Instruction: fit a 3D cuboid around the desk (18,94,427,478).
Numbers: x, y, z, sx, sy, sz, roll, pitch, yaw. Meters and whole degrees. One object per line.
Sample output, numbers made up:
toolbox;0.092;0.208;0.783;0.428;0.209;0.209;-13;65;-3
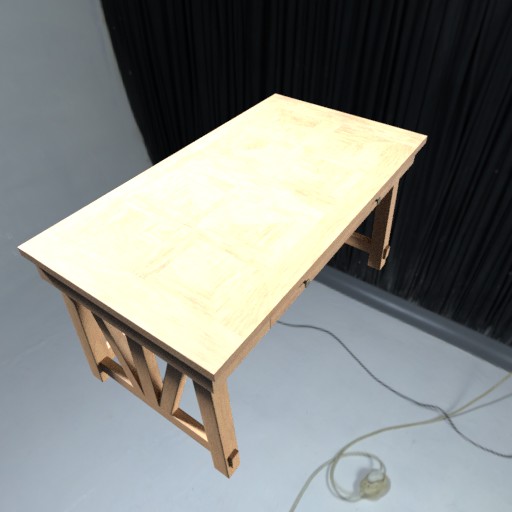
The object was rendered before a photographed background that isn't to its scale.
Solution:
desk;0.000;0.000;1.955;0.813;0.762;1.499;26;48;25
